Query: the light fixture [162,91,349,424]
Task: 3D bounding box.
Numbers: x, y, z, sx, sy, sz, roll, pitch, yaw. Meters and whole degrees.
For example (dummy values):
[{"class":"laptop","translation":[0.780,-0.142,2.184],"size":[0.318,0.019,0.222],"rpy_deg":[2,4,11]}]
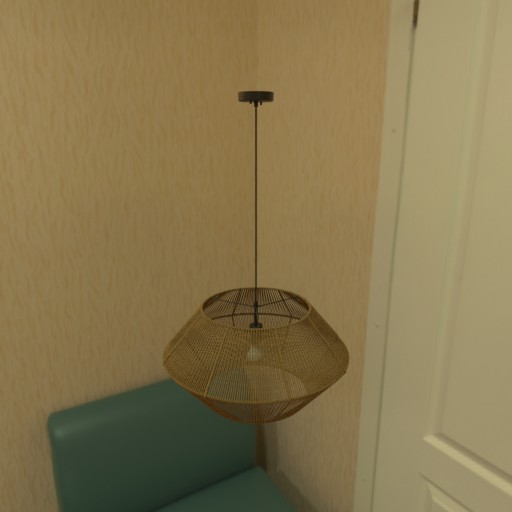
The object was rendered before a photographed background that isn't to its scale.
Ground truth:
[{"class":"light fixture","translation":[0.000,0.000,1.453],"size":[0.643,1.009,0.643],"rpy_deg":[0,16,0]}]
